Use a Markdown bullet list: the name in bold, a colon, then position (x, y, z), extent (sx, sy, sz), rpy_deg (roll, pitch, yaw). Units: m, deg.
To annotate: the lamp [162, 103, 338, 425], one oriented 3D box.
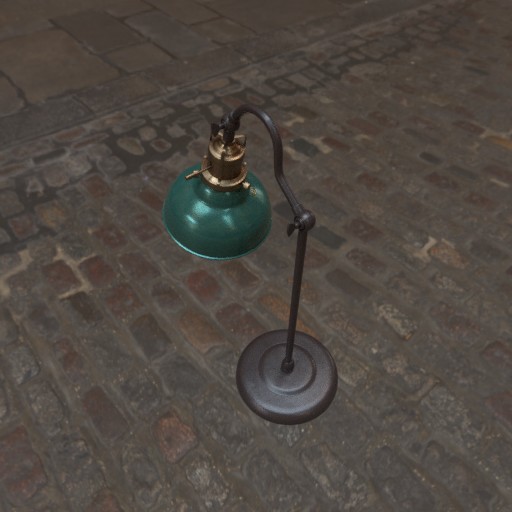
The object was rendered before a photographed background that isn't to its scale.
- **lamp**: position (0.000, 0.000, 0.700), extent (0.192, 0.508, 0.374), rpy_deg (-31, 54, -26)
